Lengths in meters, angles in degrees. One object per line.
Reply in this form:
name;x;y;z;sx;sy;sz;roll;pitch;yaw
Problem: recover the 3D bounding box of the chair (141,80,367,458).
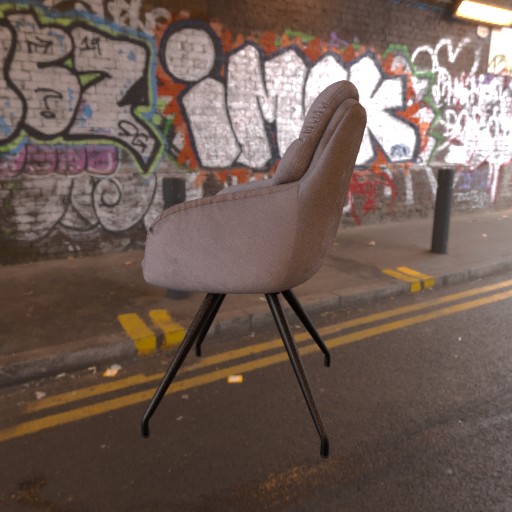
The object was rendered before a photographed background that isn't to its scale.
chair;0.000;0.000;1.258;0.569;0.888;0.579;2;13;9
